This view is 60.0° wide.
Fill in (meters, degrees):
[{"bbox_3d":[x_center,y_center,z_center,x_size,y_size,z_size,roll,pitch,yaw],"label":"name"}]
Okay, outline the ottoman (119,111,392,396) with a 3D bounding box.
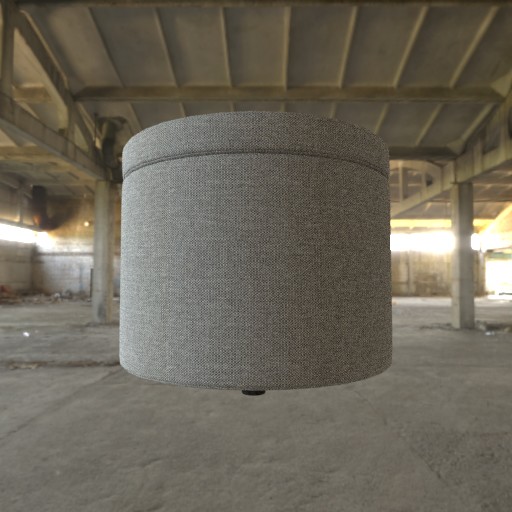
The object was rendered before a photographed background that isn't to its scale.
[{"bbox_3d":[0.000,0.000,0.855,0.500,0.419,0.500,0,-3,0],"label":"ottoman"}]
